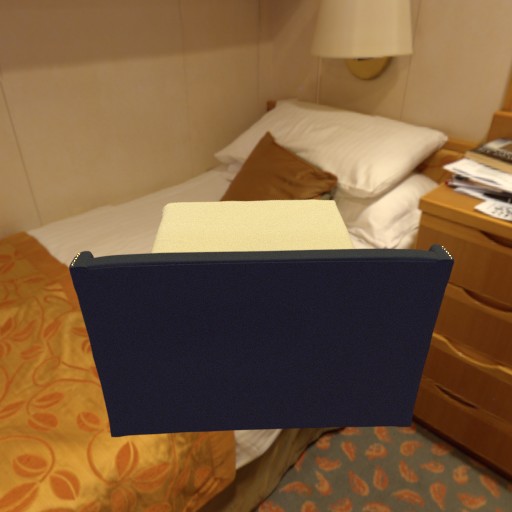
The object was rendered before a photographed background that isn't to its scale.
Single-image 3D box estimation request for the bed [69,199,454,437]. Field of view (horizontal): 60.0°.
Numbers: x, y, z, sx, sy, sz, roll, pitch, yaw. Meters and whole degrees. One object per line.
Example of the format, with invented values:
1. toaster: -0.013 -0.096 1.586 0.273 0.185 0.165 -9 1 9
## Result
1. bed: 0.000 0.000 3.455 1.925 1.332 2.276 -1 31 -2
